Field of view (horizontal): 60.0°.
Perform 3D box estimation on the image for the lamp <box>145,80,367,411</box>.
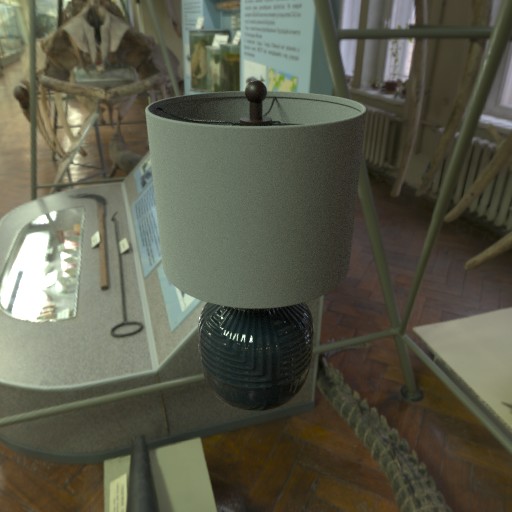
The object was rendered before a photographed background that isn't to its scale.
[{"bbox_3d":[0.000,0.000,0.765,0.318,0.567,0.318,0,27,0],"label":"lamp"}]
